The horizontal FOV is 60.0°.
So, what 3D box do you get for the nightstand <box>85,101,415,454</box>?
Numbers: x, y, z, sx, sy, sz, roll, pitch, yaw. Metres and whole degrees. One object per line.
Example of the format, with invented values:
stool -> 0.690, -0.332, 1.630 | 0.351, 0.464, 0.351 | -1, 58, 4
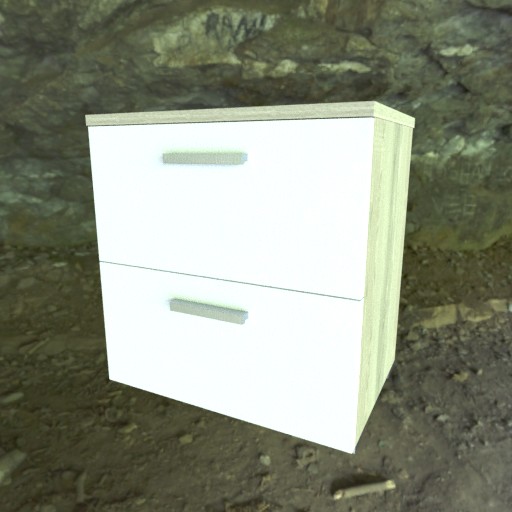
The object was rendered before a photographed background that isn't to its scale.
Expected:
nightstand -> 0.000, 0.000, 0.765 | 0.442, 0.461, 0.325 | 7, 15, 26
